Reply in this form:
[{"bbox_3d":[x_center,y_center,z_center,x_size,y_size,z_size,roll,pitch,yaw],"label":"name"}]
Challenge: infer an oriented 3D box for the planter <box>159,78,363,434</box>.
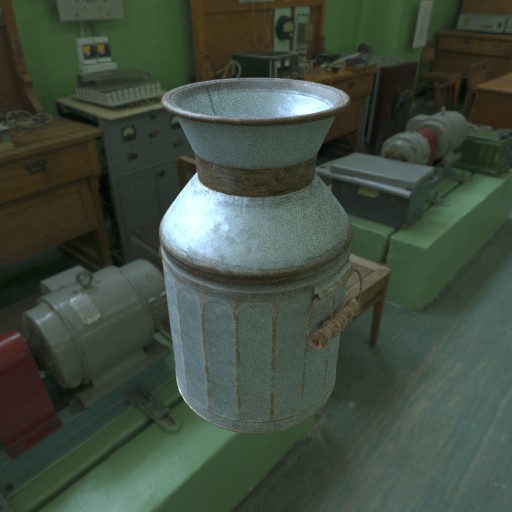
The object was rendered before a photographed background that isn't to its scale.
[{"bbox_3d":[0.000,0.000,0.512,0.248,0.358,0.215,24,39,33],"label":"planter"}]
